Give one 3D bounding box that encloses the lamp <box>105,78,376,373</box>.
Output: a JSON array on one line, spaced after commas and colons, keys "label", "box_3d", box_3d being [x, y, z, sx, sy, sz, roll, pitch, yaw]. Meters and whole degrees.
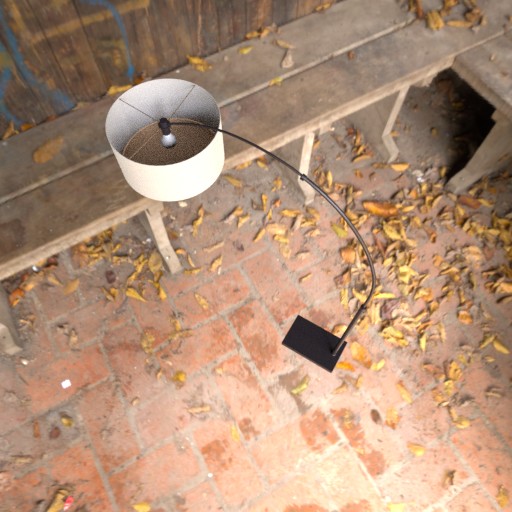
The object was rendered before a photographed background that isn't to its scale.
[{"label": "lamp", "box_3d": [0.000, 0.000, 2.555, 1.424, 1.927, 0.493, 28, 67, 13]}]
